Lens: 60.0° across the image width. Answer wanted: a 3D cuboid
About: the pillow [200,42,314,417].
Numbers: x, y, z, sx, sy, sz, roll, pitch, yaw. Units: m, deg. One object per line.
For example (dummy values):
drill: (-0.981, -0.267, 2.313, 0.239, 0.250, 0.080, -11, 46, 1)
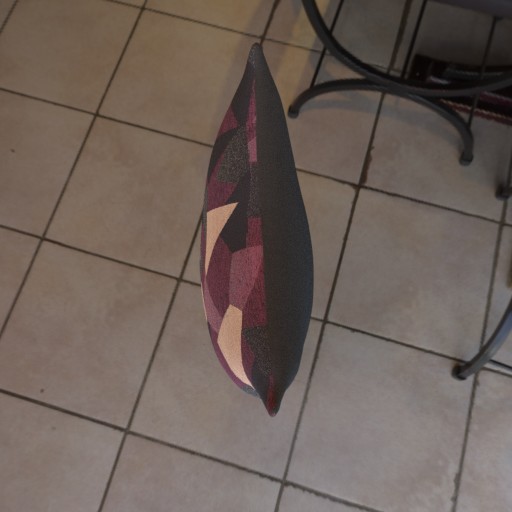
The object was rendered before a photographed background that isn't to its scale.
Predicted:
pillow: (0.000, 0.000, 0.783, 0.208, 0.496, 0.503, -2, 75, -1)
